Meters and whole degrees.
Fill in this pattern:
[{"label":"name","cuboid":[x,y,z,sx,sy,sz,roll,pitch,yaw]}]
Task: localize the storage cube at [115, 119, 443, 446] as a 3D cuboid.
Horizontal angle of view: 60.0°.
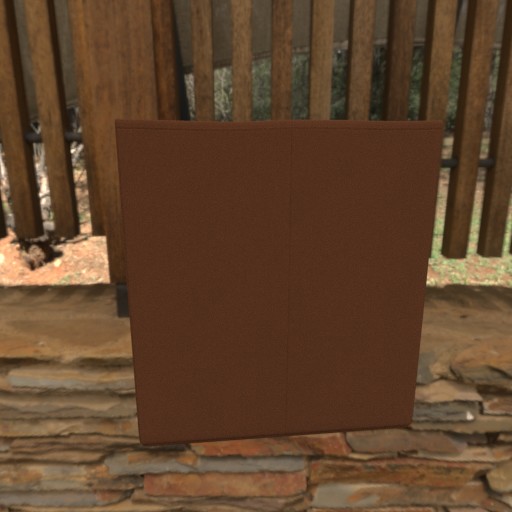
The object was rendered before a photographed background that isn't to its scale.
[{"label":"storage cube","cuboid":[0.000,0.000,0.494,0.270,0.280,0.270,-2,15,-6]}]
